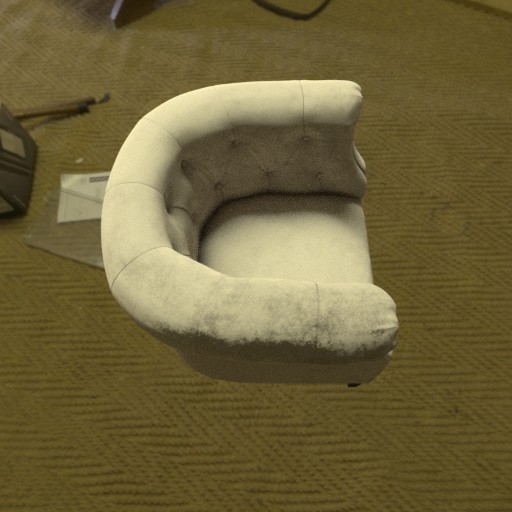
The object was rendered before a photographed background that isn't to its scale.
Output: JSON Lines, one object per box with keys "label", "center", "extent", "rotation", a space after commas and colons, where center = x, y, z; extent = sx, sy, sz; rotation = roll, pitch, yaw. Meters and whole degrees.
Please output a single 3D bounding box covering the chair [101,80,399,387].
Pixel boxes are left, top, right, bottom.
{"label": "chair", "center": [0.000, 0.000, 1.530], "extent": [0.851, 0.826, 0.904], "rotation": [0, 62, 0]}
